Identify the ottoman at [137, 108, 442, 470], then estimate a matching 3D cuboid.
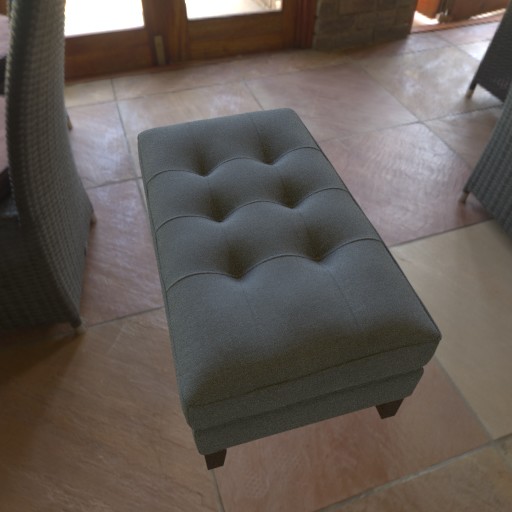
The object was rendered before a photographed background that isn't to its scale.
[{"bbox_3d":[0.000,0.000,1.506,0.648,0.514,1.143,-12,48,-11],"label":"ottoman"}]
